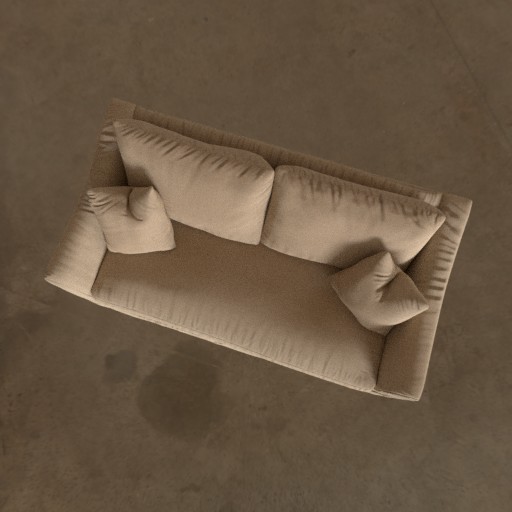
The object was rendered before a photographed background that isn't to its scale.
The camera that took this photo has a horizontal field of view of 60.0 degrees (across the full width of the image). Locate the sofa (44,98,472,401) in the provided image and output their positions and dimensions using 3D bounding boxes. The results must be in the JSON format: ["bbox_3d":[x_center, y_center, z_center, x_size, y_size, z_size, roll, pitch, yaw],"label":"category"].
[{"bbox_3d":[0.000,0.000,2.539,2.010,1.018,1.072,17,75,5],"label":"sofa"}]
